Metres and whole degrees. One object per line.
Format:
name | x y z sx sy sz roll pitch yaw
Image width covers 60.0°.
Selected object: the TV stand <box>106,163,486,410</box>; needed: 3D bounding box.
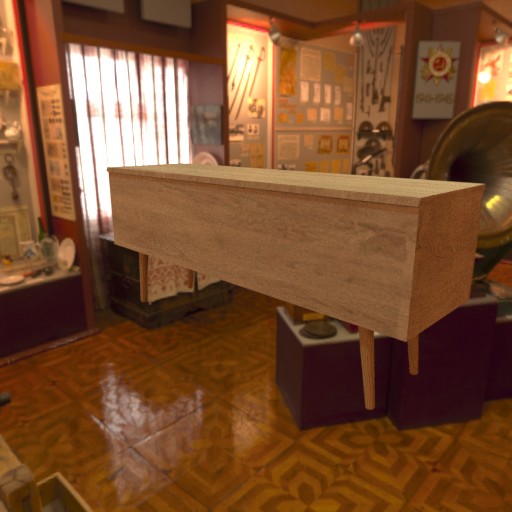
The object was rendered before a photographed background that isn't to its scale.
TV stand | 0.000 0.000 1.541 1.313 0.565 0.401 14 21 43
